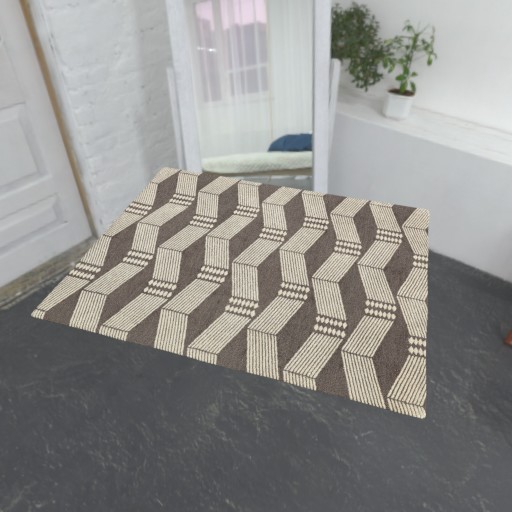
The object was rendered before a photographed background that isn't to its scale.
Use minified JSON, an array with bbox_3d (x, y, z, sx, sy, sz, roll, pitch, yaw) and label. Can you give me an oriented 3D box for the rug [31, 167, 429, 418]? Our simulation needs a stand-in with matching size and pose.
[{"bbox_3d":[0.000,0.000,4.091,3.048,0.016,2.438,11,43,13],"label":"rug"}]
